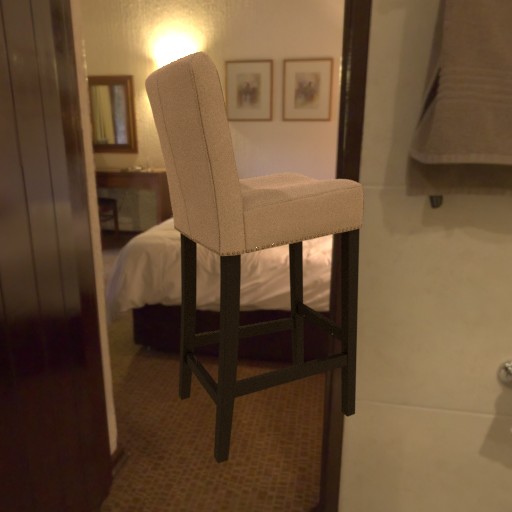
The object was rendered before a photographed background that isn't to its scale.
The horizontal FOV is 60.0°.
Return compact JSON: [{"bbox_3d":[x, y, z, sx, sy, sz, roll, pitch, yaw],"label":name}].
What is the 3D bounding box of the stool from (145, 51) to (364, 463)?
[{"bbox_3d":[0.000,0.000,1.340,0.548,1.047,0.411,-7,16,-26],"label":"stool"}]
